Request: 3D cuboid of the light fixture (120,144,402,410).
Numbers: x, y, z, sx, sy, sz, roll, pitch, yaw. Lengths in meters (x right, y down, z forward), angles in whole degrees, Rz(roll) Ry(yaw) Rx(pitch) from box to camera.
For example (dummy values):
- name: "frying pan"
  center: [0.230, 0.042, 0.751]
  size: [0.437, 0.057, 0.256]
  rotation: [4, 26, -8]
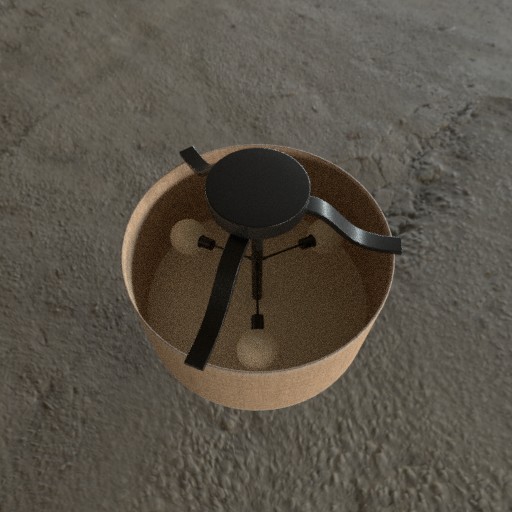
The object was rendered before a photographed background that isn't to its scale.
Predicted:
- name: "light fixture"
  center: [0.000, 0.000, 0.653]
  size: [0.390, 0.306, 0.390]
  rotation: [0, 58, 0]
